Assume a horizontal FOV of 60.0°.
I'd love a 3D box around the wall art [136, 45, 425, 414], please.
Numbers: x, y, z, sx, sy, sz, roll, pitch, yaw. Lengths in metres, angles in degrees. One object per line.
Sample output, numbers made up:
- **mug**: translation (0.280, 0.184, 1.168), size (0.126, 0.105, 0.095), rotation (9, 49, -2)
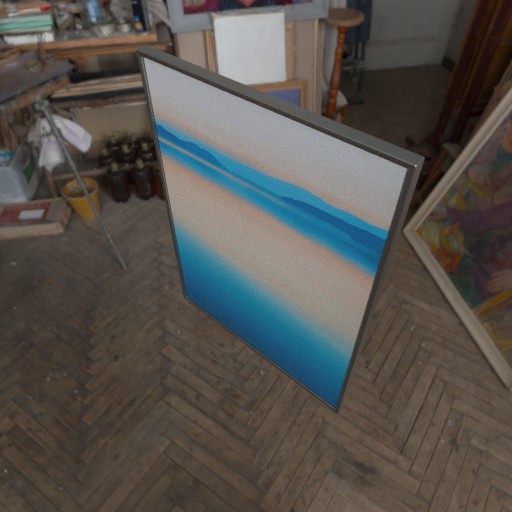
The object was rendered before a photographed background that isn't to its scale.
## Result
- **wall art**: translation (0.000, 0.000, 1.381), size (0.801, 1.062, 0.037), rotation (32, 54, 27)
